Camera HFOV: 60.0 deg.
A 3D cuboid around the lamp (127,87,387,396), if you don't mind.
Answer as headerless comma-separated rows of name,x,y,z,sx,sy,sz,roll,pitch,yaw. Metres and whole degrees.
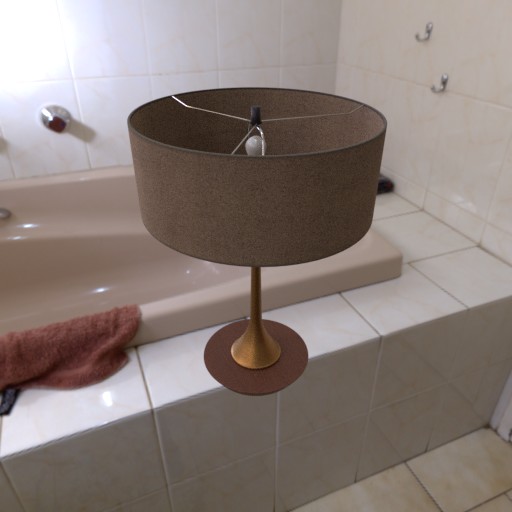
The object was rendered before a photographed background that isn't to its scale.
lamp,0.000,0.000,0.839,0.396,0.551,0.417,-11,33,-17
